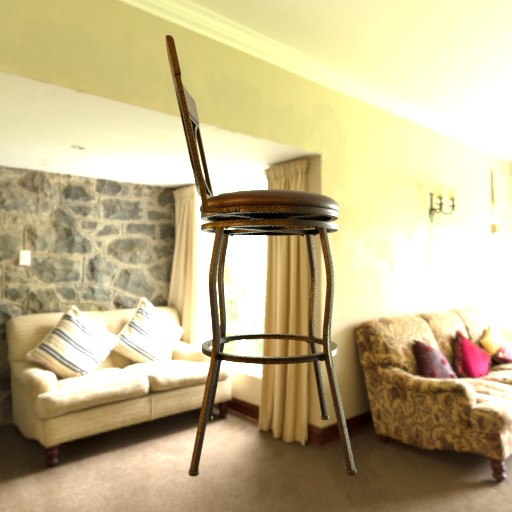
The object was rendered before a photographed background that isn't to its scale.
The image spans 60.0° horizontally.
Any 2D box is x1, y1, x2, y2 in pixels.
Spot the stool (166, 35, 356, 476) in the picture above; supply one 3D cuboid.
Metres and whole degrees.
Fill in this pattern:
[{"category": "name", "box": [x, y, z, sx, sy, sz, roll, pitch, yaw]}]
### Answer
[{"category": "stool", "box": [0.000, 0.000, 1.355, 0.513, 1.130, 0.448, 0, -1, -1]}]
